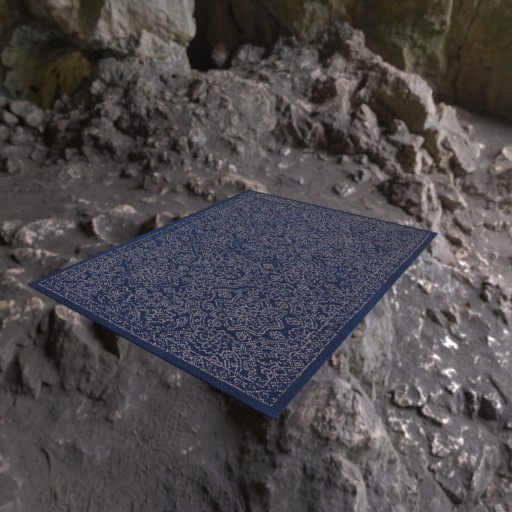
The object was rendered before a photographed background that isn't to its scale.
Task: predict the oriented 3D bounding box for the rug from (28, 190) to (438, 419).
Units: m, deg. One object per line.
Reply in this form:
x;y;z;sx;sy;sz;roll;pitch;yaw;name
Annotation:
0.000;0.000;4.100;2.438;0.010;3.048;18;32;32;rug
